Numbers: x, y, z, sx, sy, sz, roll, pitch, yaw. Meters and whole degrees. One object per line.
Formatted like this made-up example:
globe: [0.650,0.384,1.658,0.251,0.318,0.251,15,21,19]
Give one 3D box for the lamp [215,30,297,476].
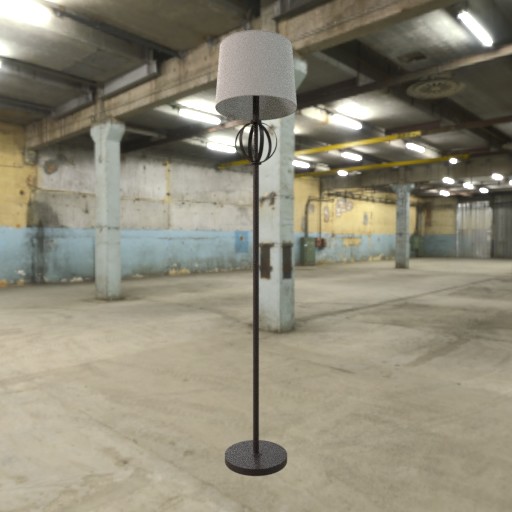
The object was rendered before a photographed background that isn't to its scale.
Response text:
lamp: [0.000,0.000,1.570,0.286,1.462,0.286,0,1,-18]
